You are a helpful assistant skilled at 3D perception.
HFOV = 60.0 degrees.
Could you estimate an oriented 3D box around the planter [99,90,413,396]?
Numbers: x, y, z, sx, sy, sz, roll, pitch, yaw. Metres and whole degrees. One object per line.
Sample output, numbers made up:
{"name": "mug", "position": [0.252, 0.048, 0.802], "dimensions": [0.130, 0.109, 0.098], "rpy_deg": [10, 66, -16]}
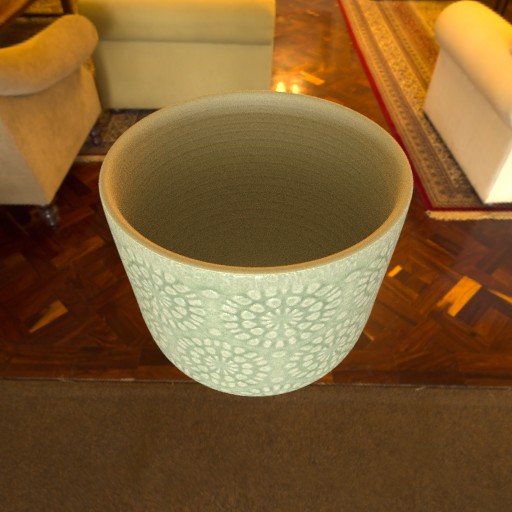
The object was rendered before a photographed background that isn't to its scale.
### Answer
{"name": "planter", "position": [0.000, 0.000, 0.299], "dimensions": [0.169, 0.153, 0.169], "rpy_deg": [0, 46, 0]}
